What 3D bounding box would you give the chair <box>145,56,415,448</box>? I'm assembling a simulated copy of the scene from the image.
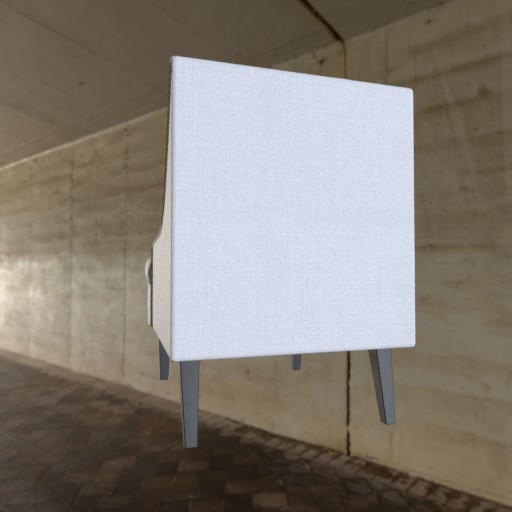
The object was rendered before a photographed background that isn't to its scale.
[{"bbox_3d":[0.000,0.000,1.423,0.658,0.891,0.772,0,-2,-17],"label":"chair"}]
